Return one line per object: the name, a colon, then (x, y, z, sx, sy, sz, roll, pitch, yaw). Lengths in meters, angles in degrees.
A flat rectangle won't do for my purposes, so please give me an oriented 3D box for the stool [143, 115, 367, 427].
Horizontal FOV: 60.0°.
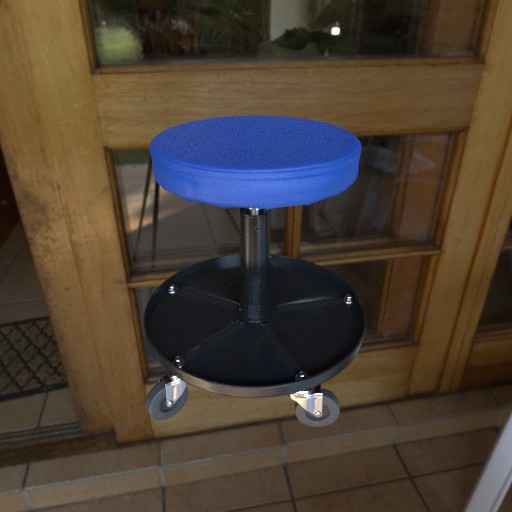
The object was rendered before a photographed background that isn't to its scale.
stool: (0.000, 0.000, 0.672, 0.381, 0.365, 0.382, -8, 31, -15)
